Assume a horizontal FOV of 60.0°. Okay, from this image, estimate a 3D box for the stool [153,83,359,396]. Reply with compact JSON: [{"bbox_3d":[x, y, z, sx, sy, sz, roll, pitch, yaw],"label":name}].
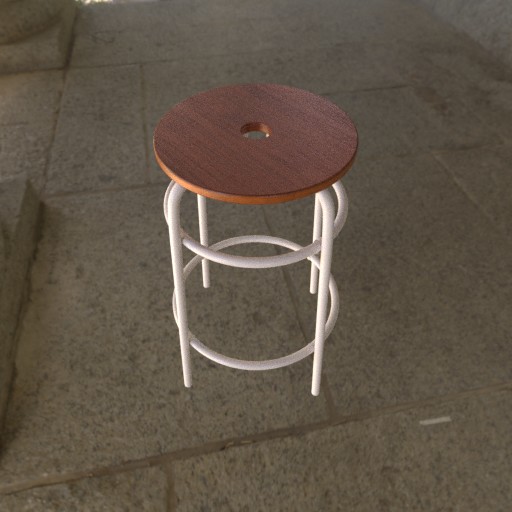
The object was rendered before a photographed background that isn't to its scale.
[{"bbox_3d":[0.000,0.000,0.954,0.455,0.610,0.455,-33,55,-26],"label":"stool"}]
